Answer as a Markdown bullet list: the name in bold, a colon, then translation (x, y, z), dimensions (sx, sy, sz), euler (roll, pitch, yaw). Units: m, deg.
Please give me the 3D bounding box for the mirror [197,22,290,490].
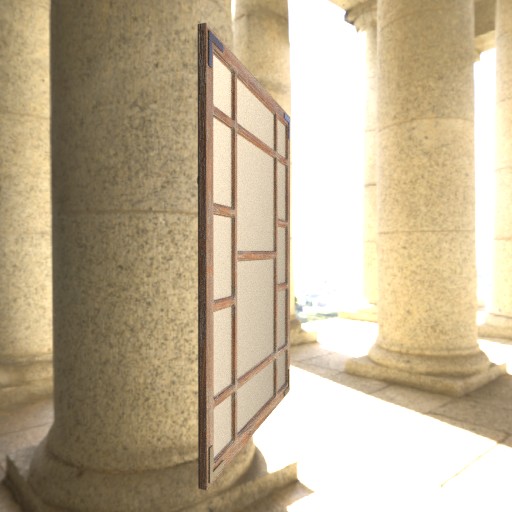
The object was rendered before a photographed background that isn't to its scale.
- **mirror**: translation (0.000, 0.000, 1.278), dimensions (0.025, 0.996, 0.705), euler (0, 1, 19)
